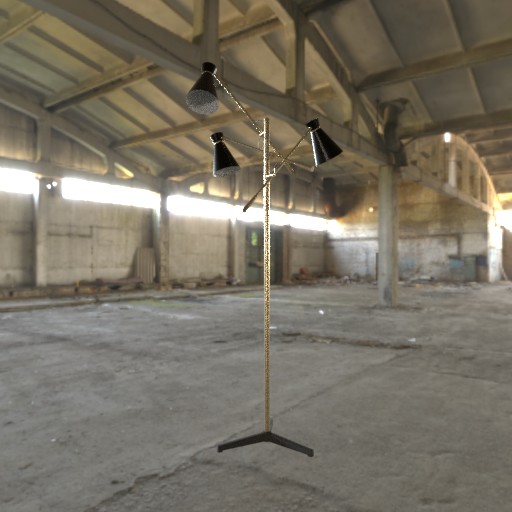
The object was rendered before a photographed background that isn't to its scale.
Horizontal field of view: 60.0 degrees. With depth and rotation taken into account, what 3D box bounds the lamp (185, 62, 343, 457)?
[{"bbox_3d":[0.000,0.000,2.200,0.653,1.804,0.750,-1,-1,37],"label":"lamp"}]
